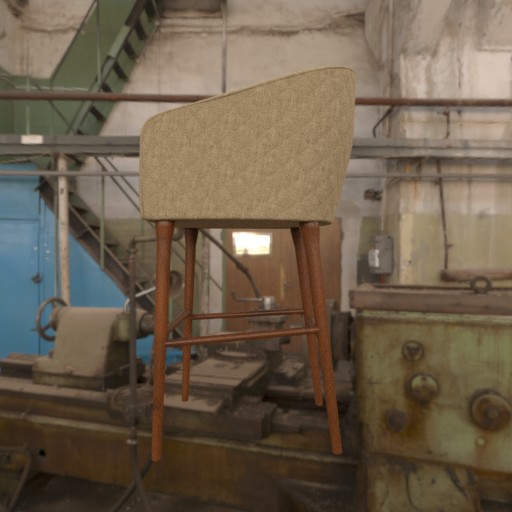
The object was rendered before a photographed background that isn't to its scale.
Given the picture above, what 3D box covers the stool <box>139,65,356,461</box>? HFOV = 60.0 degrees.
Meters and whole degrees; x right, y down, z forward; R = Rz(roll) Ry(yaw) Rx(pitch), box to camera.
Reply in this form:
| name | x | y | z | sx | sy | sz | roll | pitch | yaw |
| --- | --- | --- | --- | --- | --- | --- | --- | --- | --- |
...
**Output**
| name | x | y | z | sx | sy | sz | roll | pitch | yaw |
| --- | --- | --- | --- | --- | --- | --- | --- | --- | --- |
| stool | 0.000 | 0.000 | 1.397 | 0.607 | 1.078 | 0.559 | 0 | 1 | 1 |
